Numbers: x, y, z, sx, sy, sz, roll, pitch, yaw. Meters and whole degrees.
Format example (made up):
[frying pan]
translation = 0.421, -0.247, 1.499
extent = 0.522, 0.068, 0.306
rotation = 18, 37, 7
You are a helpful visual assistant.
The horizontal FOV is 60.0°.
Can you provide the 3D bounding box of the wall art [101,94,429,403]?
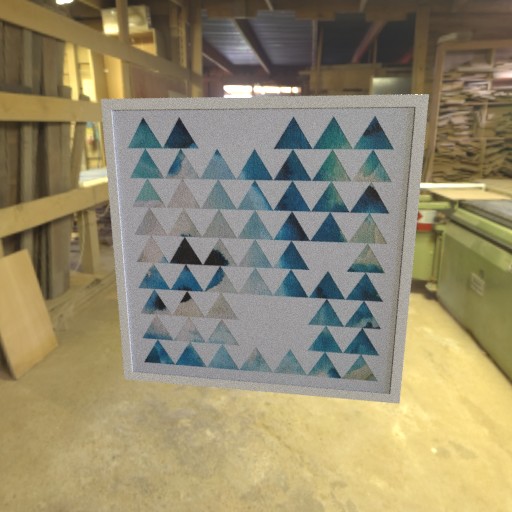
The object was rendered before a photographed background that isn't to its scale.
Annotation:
[wall art]
translation = 0.000, 0.000, 0.823
extent = 0.557, 0.557, 0.012
rotation = 2, 15, 9
